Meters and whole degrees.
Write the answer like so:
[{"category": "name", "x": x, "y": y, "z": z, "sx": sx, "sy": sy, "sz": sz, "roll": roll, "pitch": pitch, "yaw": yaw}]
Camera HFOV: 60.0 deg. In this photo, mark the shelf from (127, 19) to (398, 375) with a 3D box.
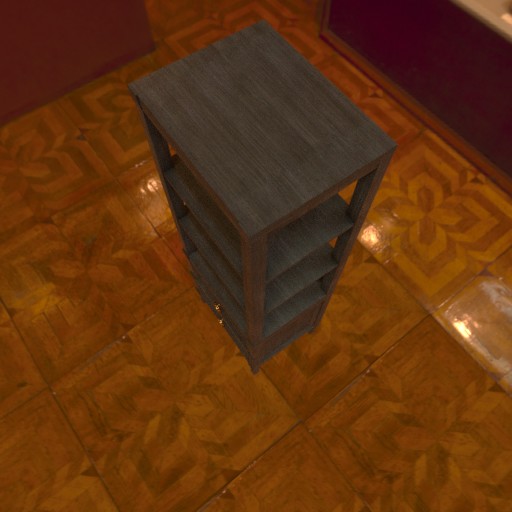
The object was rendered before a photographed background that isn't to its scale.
[{"category": "shelf", "x": 0.000, "y": 0.000, "z": 1.948, "sx": 0.472, "sy": 1.727, "sz": 0.584, "roll": -33, "pitch": 69, "yaw": -15}]
